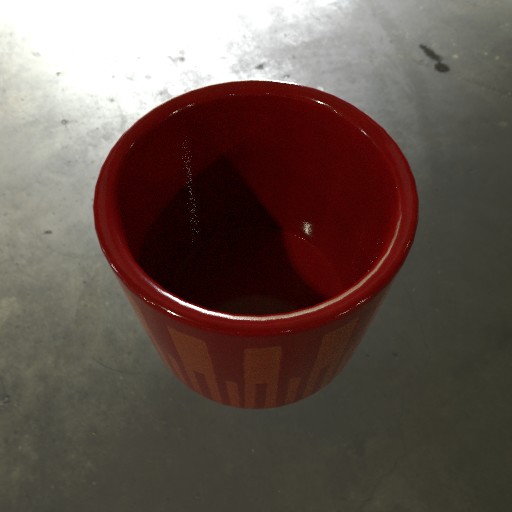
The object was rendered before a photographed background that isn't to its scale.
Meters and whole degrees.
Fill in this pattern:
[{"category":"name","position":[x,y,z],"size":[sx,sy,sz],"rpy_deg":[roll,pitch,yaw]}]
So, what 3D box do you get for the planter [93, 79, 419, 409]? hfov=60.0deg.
[{"category":"planter","position":[0.000,0.000,0.400],"size":[0.230,0.202,0.230],"rpy_deg":[0,59,0]}]
